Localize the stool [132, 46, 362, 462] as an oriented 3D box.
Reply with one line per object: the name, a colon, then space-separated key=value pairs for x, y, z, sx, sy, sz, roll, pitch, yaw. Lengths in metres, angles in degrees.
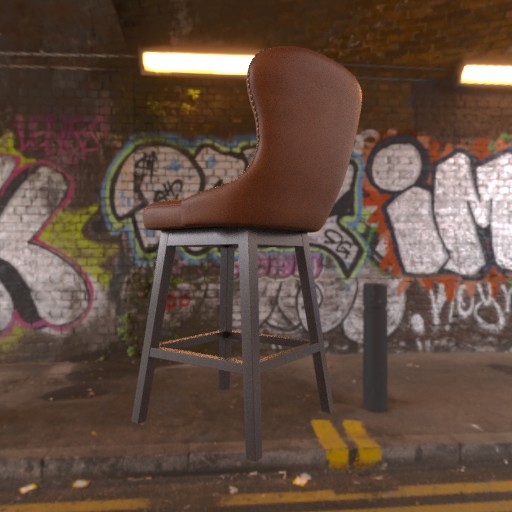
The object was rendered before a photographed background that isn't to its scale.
stool: x=0.000 y=0.000 z=1.304 sx=0.593 sy=0.971 sz=0.528 roll=0 pitch=0 yaw=35
